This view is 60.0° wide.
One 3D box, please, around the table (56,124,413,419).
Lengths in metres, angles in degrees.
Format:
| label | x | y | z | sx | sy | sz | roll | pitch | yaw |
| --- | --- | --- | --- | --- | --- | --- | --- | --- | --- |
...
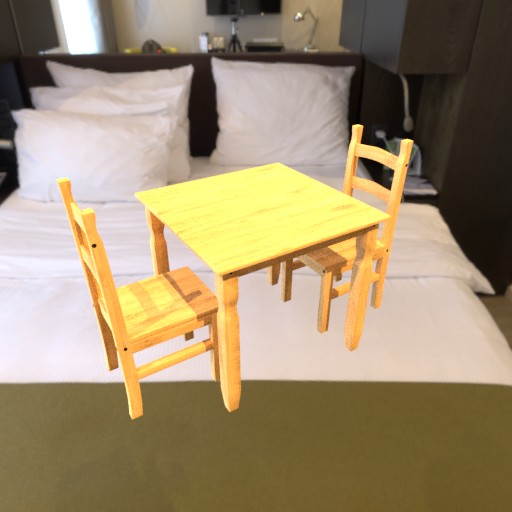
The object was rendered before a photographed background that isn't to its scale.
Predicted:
| label | x | y | z | sx | sy | sz | roll | pitch | yaw |
| --- | --- | --- | --- | --- | --- | --- | --- | --- | --- |
| table | 0.000 | 0.000 | 2.074 | 1.501 | 0.942 | 0.813 | -18 | 35 | -28 |
